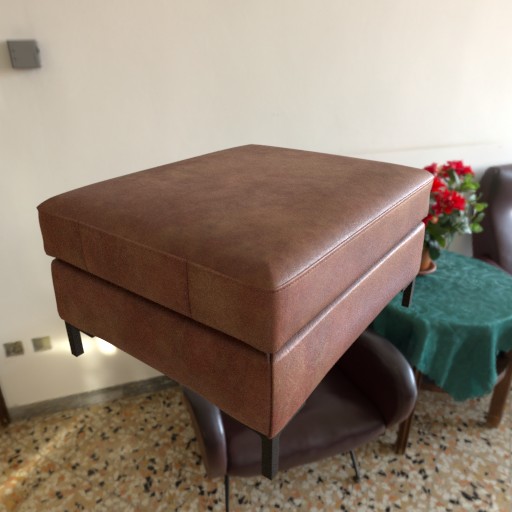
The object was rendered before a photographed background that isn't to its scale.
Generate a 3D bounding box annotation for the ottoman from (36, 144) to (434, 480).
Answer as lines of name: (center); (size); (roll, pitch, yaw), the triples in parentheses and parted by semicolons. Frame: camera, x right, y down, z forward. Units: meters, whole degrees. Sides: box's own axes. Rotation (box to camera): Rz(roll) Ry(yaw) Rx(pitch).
ottoman: (0.000, 0.000, 1.730); (0.965, 0.667, 1.186); (17, 30, 32)
